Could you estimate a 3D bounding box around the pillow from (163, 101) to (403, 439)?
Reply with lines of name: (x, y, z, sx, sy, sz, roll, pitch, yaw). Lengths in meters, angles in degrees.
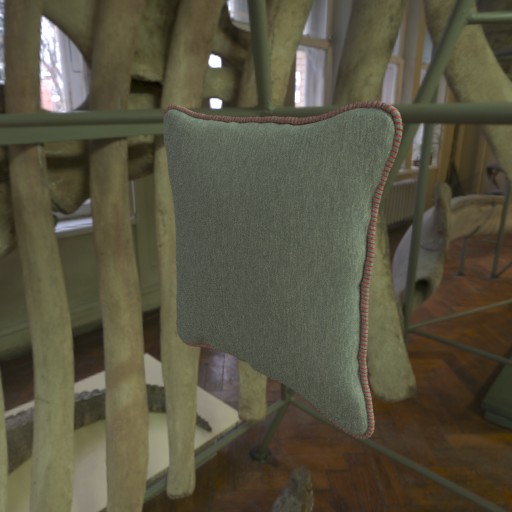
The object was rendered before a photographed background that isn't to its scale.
pillow: (0.000, 0.000, 0.751, 0.482, 0.491, 0.124, 16, 24, 41)
